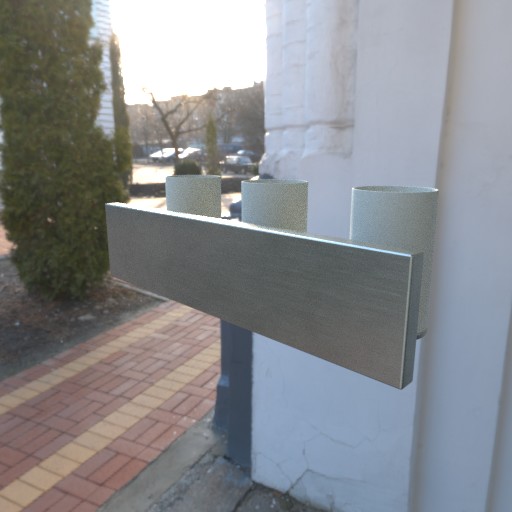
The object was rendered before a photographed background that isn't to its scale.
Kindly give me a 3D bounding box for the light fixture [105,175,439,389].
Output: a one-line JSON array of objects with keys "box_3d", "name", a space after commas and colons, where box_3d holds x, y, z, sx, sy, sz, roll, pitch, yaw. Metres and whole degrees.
[{"box_3d": [0.000, 0.000, 0.526, 0.451, 0.172, 0.145, 13, 18, 43], "name": "light fixture"}]
